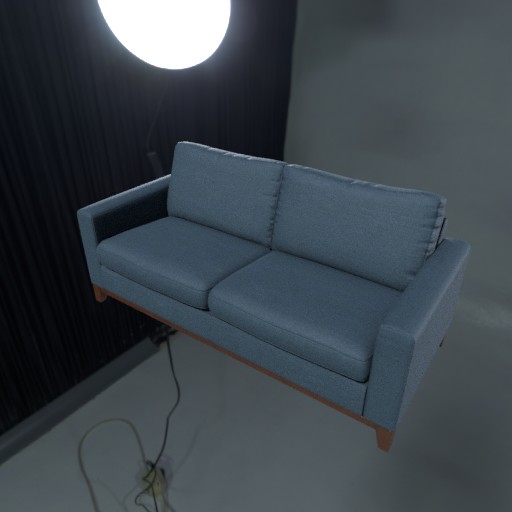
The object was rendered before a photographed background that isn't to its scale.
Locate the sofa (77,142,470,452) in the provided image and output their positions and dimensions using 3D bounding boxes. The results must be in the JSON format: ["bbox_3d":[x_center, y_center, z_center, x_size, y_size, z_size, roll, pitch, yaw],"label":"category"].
[{"bbox_3d":[0.000,0.000,2.353,1.900,0.865,0.877,19,35,30],"label":"sofa"}]
